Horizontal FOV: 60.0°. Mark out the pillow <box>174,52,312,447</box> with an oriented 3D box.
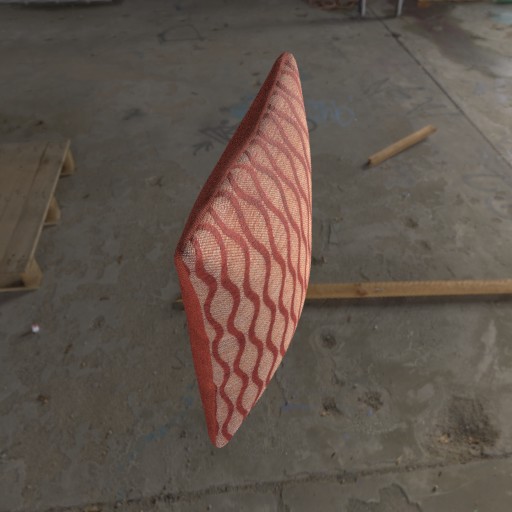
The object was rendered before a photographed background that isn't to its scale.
[{"bbox_3d":[0.000,0.000,0.657,0.159,0.434,0.429,10,47,9],"label":"pillow"}]
